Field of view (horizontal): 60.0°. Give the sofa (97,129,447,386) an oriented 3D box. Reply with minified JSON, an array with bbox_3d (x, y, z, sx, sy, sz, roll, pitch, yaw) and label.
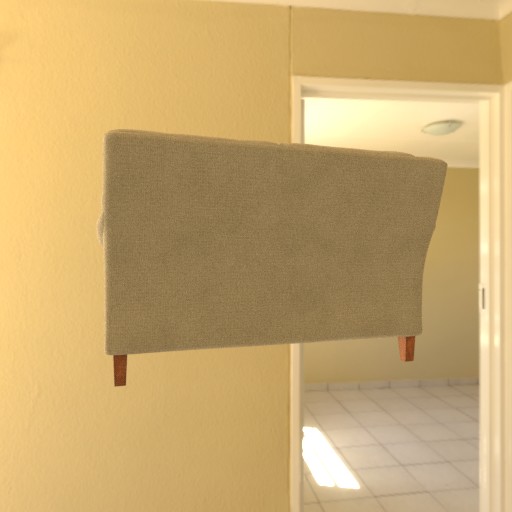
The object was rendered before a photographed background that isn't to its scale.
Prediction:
[{"bbox_3d":[0.000,0.000,2.209,1.480,0.999,1.087,0,0,-18],"label":"sofa"}]
